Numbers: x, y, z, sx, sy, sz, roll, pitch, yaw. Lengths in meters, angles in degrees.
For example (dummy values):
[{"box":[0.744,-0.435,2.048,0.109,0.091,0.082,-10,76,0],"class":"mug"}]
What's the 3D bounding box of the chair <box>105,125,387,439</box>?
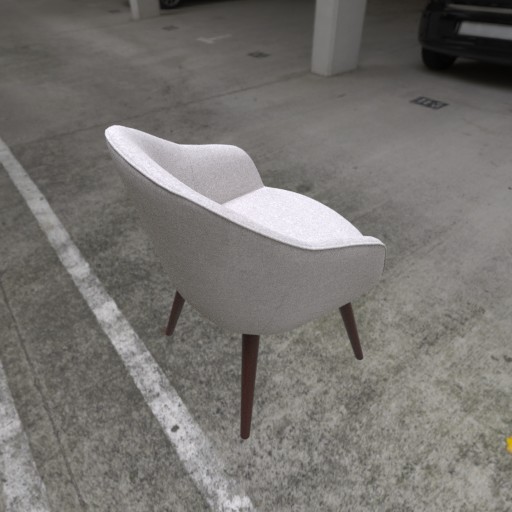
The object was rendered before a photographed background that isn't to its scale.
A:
[{"box":[0.000,0.000,1.238,0.635,0.823,0.596,-25,46,-27],"class":"chair"}]
